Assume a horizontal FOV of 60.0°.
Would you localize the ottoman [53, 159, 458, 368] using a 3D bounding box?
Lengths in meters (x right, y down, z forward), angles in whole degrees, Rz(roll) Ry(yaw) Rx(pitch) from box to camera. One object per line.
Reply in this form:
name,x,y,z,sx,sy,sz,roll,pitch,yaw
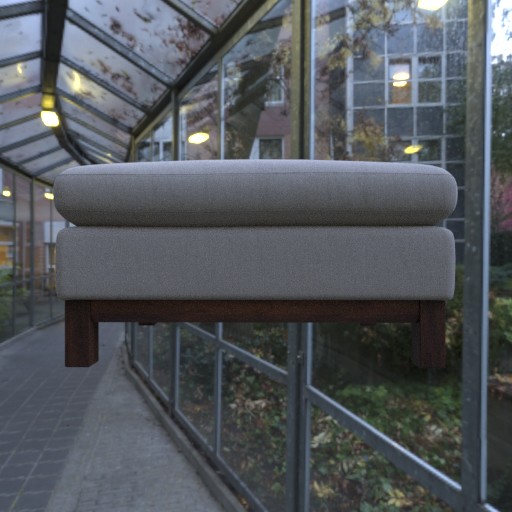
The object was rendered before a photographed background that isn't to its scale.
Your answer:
ottoman,0.000,0.000,1.102,0.771,0.420,0.606,0,0,1
